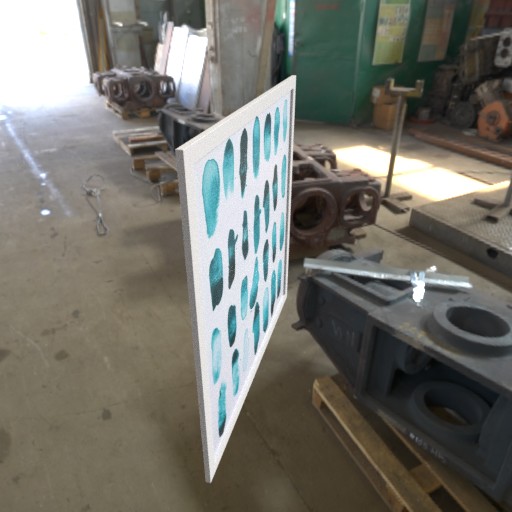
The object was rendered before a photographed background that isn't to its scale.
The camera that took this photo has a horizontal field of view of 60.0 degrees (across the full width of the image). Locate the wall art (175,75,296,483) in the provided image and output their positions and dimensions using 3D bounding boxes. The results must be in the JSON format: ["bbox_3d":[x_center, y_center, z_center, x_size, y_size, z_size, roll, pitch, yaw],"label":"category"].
[{"bbox_3d":[0.000,0.000,0.827,0.009,0.559,0.558,8,31,14],"label":"wall art"}]
